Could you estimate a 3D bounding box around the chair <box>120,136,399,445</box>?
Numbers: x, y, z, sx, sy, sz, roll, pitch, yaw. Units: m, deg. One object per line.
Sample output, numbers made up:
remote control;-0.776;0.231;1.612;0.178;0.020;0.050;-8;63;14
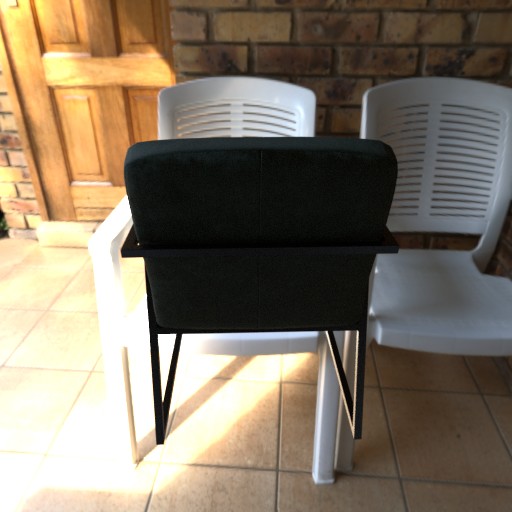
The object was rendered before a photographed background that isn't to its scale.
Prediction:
chair;0.000;0.000;1.286;0.571;0.833;0.677;-1;30;-1
